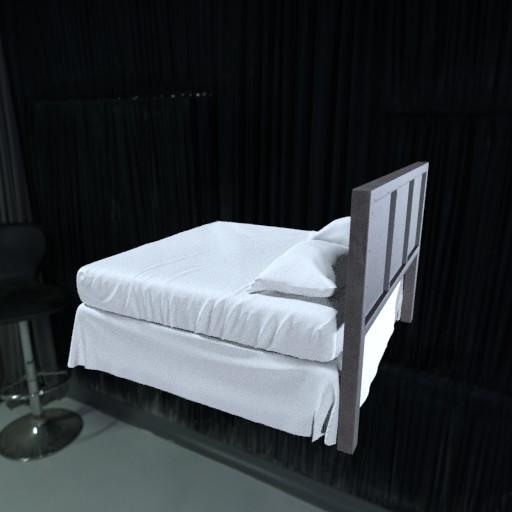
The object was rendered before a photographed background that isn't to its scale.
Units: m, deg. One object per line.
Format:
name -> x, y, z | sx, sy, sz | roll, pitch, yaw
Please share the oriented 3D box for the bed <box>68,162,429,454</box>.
bed -> 0.000, 0.000, 2.847 | 1.785, 1.142, 1.772 | 8, 18, 26
